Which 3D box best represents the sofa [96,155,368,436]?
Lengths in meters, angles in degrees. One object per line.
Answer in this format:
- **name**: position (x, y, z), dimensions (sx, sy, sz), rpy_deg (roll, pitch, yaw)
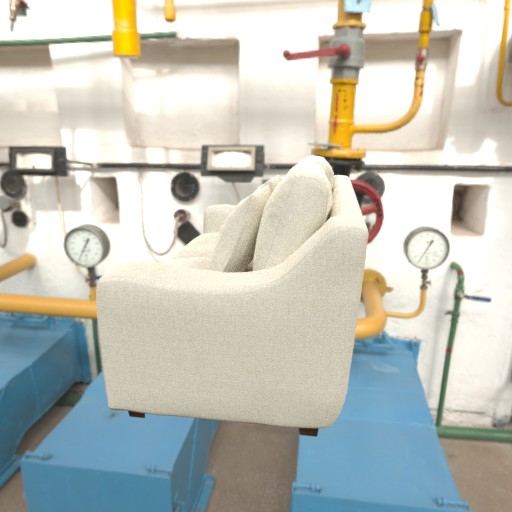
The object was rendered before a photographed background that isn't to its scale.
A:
- **sofa**: position (0.000, 0.000, 2.442), dimensions (1.040, 1.047, 1.744), rpy_deg (3, 16, 9)
